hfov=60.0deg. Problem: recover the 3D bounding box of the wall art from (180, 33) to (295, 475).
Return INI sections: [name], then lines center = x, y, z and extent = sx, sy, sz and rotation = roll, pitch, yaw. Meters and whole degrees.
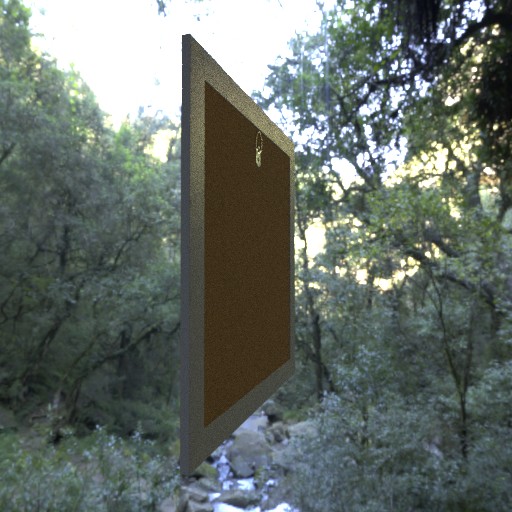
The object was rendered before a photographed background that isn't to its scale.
[wall art]
center = 0.000, 0.000, 0.849
extent = 0.015, 0.577, 0.572
rotation = 0, -1, 19
